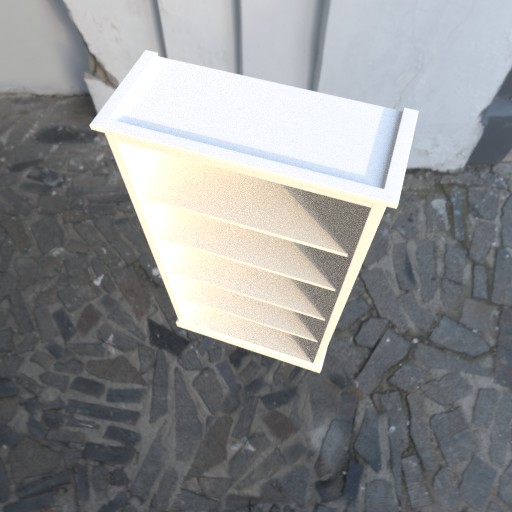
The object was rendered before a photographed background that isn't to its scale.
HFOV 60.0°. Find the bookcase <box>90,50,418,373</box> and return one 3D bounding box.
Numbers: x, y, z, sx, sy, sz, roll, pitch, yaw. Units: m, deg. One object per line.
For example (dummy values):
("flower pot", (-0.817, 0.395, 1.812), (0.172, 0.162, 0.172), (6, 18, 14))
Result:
("bookcase", (0.000, 0.000, 2.334), (1.050, 1.880, 0.432), (16, 61, 9))
